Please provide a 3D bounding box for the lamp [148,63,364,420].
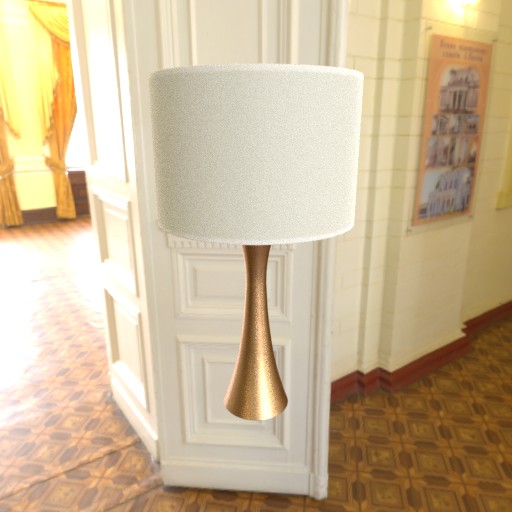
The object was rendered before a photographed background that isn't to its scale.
[{"bbox_3d":[0.000,0.000,0.635,0.268,0.479,0.268,3,17,9],"label":"lamp"}]
